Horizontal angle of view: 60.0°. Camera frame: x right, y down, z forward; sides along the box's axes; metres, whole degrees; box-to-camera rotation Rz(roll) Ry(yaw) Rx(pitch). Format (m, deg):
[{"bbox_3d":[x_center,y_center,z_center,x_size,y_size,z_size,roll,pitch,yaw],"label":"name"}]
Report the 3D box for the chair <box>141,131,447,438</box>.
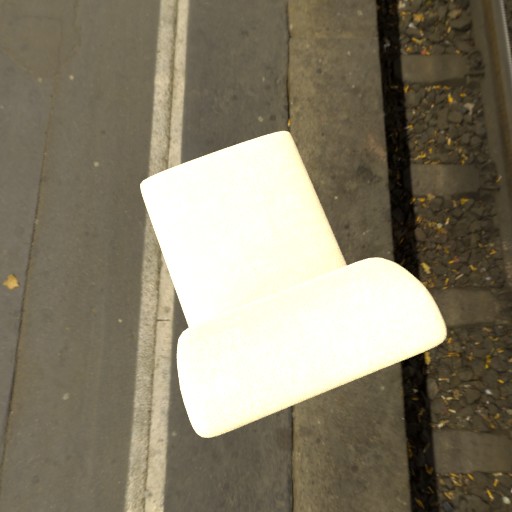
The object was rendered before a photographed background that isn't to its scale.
[{"bbox_3d":[0.000,0.000,1.289,0.521,0.833,0.754,-21,78,-5],"label":"chair"}]
